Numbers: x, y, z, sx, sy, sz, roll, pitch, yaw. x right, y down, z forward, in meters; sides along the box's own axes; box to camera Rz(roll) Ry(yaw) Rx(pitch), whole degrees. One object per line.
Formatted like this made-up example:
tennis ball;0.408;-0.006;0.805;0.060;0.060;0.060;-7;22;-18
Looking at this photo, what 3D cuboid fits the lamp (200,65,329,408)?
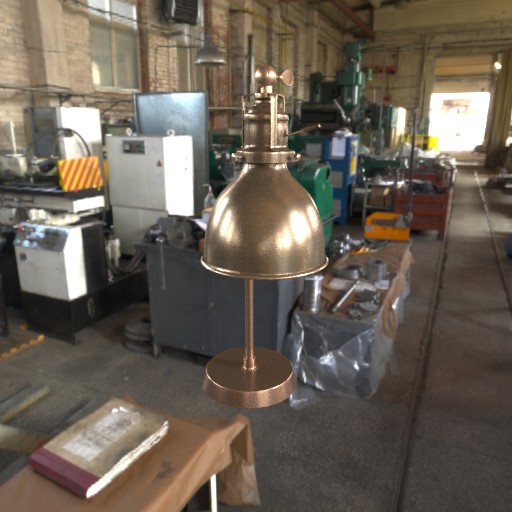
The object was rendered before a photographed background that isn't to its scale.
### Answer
lamp;0.000;0.000;0.593;0.153;0.456;0.286;-2;16;-9
